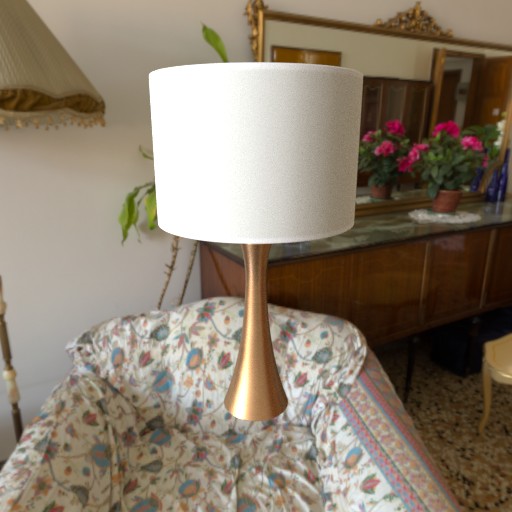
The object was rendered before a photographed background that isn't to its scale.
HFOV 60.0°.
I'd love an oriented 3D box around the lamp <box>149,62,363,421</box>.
[{"bbox_3d":[0.000,0.000,0.636,0.268,0.479,0.268,7,18,23],"label":"lamp"}]
